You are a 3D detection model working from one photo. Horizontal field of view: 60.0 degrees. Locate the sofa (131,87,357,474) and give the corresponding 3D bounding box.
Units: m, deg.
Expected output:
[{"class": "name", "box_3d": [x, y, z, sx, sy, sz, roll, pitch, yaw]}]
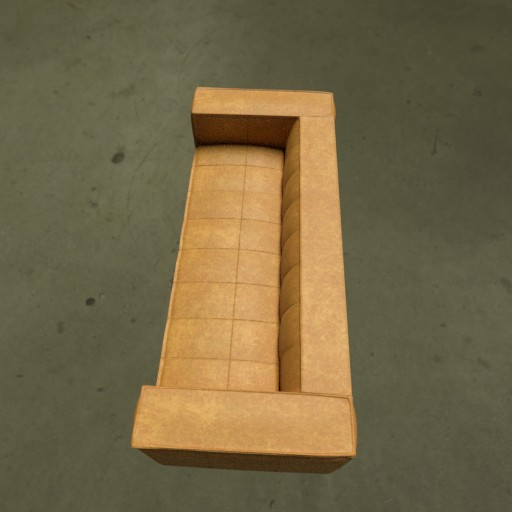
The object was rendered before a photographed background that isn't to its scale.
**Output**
[{"class": "sofa", "box_3d": [0.000, 0.000, 2.968, 1.102, 0.701, 2.581, 2, 58, 1]}]
